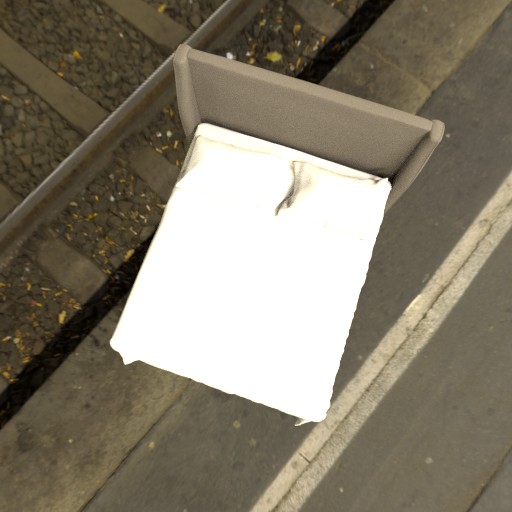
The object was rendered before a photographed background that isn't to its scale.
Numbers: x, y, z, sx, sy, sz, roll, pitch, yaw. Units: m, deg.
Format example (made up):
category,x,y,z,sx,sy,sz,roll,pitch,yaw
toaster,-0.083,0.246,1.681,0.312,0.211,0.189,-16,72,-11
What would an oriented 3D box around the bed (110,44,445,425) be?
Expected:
category,x,y,z,sx,sy,sz,roll,pitch,yaw
bed,0.000,0.000,3.401,1.925,1.332,2.276,18,78,4
